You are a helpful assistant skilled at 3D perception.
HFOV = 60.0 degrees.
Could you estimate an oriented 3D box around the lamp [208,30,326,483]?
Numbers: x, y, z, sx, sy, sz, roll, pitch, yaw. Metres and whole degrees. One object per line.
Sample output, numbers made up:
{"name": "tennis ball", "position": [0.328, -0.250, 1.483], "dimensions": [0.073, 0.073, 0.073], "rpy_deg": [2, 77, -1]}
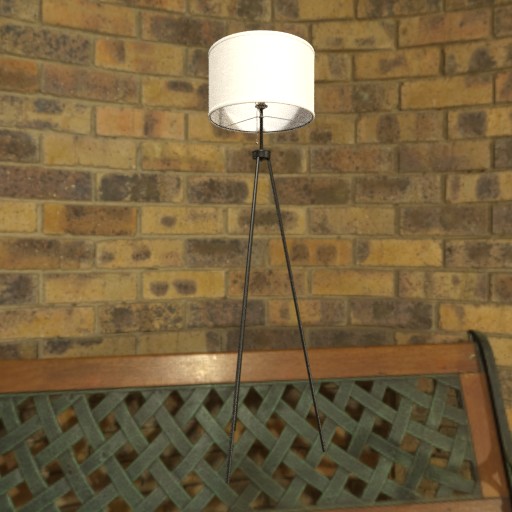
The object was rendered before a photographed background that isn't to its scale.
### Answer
{"name": "lamp", "position": [0.000, 0.000, 1.738], "dimensions": [0.448, 1.545, 0.458], "rpy_deg": [-1, 1, -37]}
